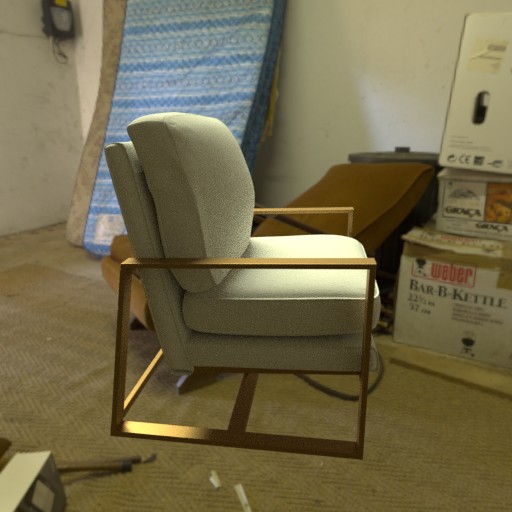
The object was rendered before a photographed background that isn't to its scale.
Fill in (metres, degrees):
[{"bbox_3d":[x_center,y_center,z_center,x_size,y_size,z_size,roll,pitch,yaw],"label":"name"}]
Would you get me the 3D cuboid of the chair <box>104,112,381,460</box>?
[{"bbox_3d":[0.000,0.000,1.572,0.813,0.966,0.805,2,17,7],"label":"chair"}]
